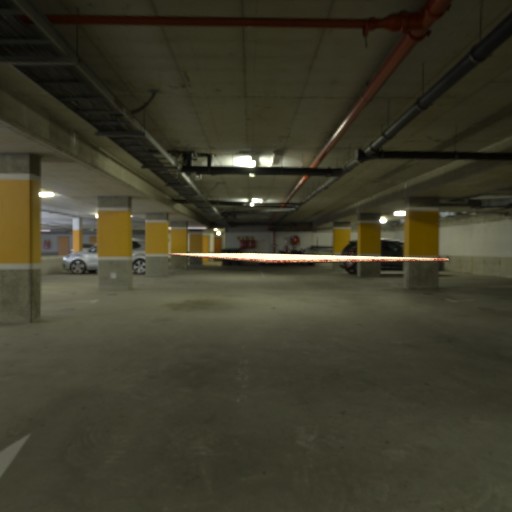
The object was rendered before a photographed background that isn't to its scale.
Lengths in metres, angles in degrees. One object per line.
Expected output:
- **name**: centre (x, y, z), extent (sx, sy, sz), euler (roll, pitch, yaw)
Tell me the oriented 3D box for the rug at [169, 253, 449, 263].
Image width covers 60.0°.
- **rug**: centre (0.000, 0.000, 2.740), extent (0.750, 0.011, 2.435), euler (0, 1, -19)
